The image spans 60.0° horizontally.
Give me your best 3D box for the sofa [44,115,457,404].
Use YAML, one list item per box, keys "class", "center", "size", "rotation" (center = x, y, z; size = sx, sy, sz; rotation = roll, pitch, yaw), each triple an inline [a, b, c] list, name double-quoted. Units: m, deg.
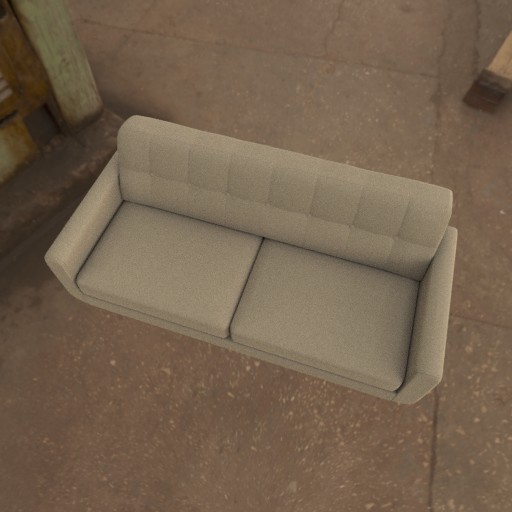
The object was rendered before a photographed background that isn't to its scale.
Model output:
- class: "sofa"
  center: [0.000, 0.000, 2.599]
  size: [2.137, 0.892, 0.980]
  rotation: [16, 59, 10]
